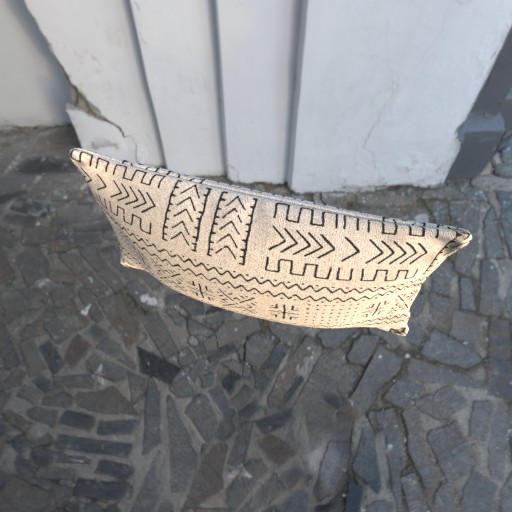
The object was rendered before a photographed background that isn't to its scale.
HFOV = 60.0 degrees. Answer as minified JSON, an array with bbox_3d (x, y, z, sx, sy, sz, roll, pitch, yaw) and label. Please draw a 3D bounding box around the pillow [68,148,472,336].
[{"bbox_3d":[0.000,0.000,0.805,0.637,0.352,0.188,13,58,9],"label":"pillow"}]
